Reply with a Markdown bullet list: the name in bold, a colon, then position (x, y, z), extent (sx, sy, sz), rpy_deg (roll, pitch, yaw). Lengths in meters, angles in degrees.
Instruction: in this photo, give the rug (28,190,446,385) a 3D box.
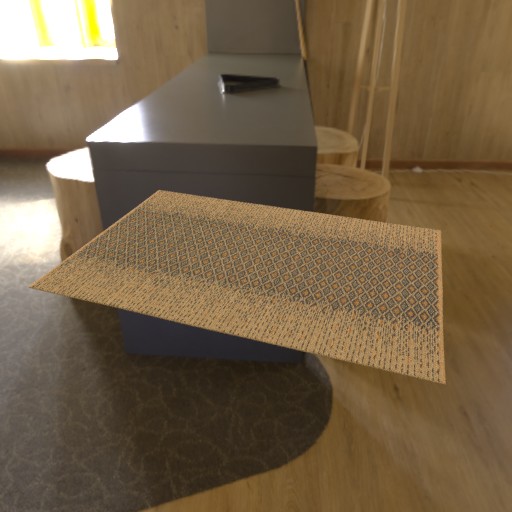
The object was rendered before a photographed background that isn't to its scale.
- **rug**: position (0.000, 0.000, 2.304), extent (1.828, 0.005, 1.219), rpy_deg (10, 33, 16)
